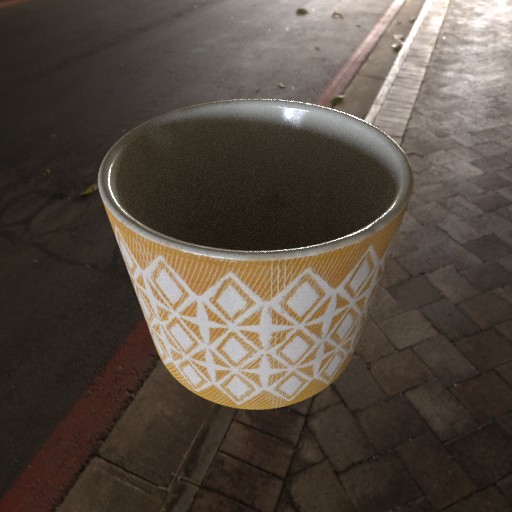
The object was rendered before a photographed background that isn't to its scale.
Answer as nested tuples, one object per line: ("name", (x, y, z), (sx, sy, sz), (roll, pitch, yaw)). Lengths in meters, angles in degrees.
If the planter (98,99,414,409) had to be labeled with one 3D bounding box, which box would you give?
("planter", (0.000, 0.000, 0.333), (0.193, 0.165, 0.193), (0, 41, 0))
